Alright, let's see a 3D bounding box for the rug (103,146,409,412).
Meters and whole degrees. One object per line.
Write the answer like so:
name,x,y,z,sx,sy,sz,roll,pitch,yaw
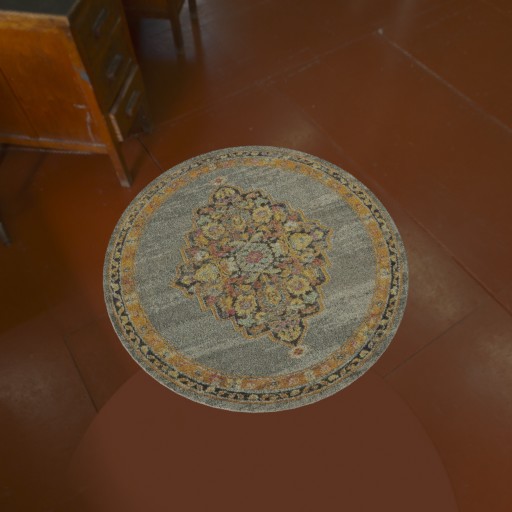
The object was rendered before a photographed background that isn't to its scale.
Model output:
rug,0.000,0.000,2.353,1.598,0.010,1.598,0,59,0
